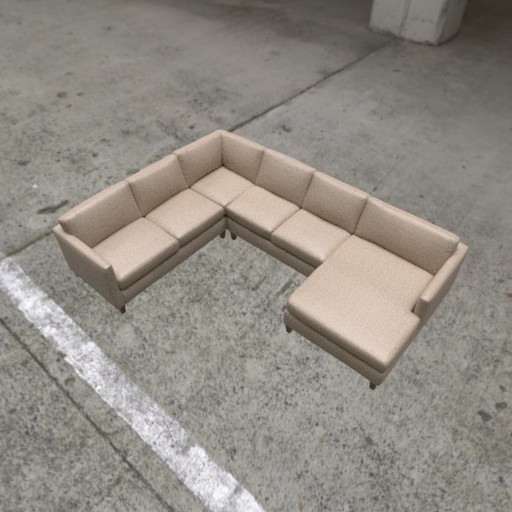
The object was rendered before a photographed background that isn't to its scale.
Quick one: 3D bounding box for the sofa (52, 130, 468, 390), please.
[{"bbox_3d":[0.000,0.000,4.688,3.460,0.961,2.594,31,53,27],"label":"sofa"}]
